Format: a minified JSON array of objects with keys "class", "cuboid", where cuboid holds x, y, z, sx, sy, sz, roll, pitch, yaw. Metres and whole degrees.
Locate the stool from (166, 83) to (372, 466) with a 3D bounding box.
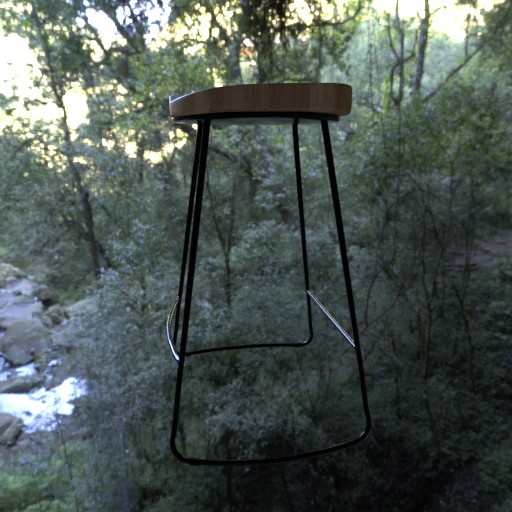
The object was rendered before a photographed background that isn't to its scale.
[{"class":"stool","cuboid":[0.000,0.000,0.966,0.401,0.679,0.480,-3,15,-10]}]
